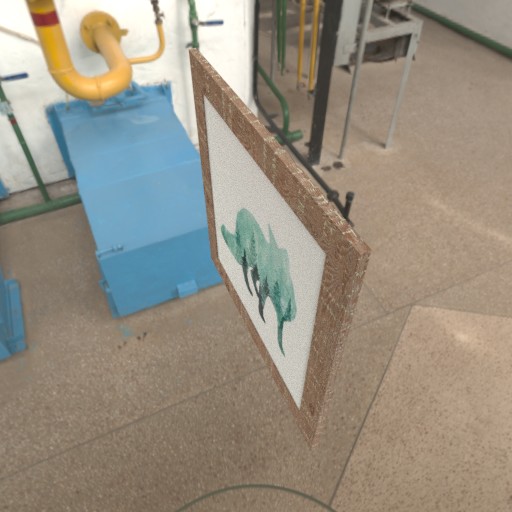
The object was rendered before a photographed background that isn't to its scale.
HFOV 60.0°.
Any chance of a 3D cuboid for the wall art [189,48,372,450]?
[{"bbox_3d":[0.000,0.000,0.574,0.012,0.384,0.384,-18,50,-16],"label":"wall art"}]
